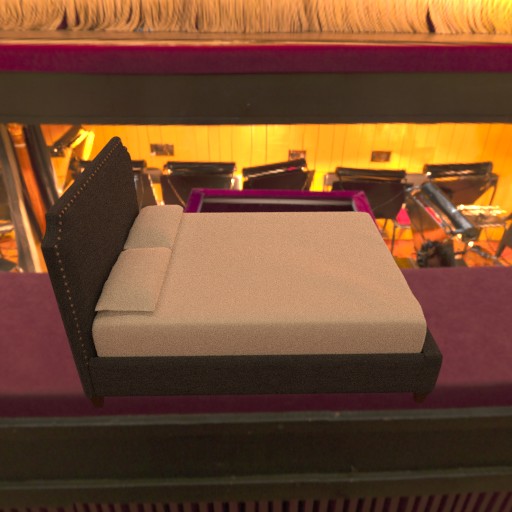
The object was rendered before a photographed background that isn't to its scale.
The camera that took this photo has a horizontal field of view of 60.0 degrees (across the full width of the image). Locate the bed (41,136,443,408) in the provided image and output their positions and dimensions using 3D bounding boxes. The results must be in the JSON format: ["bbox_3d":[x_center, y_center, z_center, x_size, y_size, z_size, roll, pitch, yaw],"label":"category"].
[{"bbox_3d":[0.000,0.000,3.387,2.372,1.443,1.713,-1,32,-1],"label":"bed"}]
